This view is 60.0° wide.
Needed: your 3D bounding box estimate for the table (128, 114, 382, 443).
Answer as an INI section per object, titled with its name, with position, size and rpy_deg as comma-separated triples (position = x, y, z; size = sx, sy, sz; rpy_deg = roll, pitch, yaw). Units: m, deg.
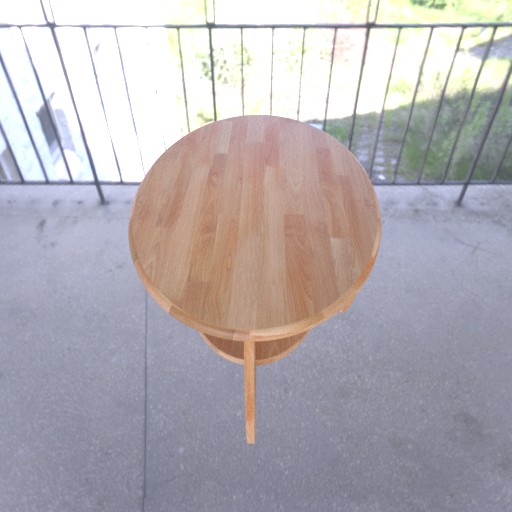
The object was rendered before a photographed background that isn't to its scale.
[table]
position = 0.000, 0.000, 1.397
size = 0.690, 0.490, 1.040
rpy_deg = 1, 41, 1
